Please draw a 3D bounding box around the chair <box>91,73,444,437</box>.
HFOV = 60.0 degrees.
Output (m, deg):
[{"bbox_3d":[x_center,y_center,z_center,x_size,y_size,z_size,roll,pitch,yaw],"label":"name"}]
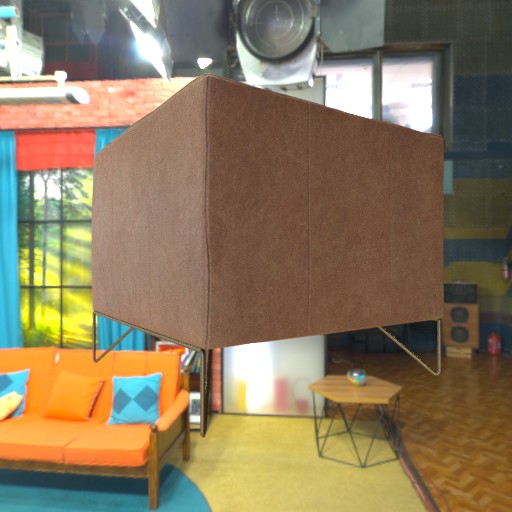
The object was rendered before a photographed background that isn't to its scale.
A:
[{"bbox_3d":[0.000,0.000,1.565,0.920,0.797,0.912,0,0,-35],"label":"chair"}]
